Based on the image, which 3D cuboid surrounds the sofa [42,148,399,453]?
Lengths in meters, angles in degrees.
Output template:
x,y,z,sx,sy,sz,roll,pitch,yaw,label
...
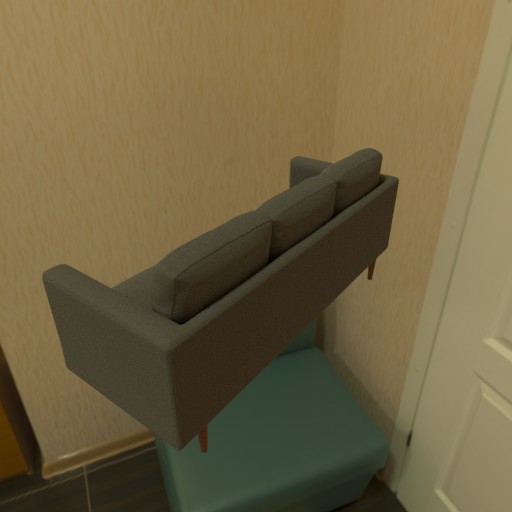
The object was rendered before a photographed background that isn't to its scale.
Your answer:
x,y,z,sx,sy,sz,roll,pitch,yaw,label
0.000,0.000,2.473,0.802,0.912,2.029,21,36,31,sofa
